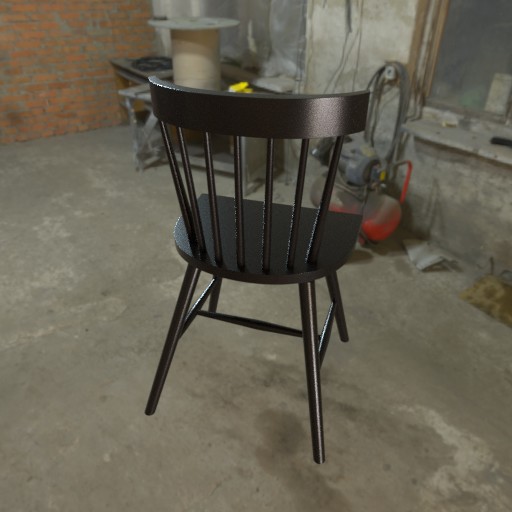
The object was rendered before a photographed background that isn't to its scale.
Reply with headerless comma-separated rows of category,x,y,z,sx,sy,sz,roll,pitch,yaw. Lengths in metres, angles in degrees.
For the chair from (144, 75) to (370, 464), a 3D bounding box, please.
chair,0.000,0.000,1.130,0.506,0.844,0.483,10,34,15
